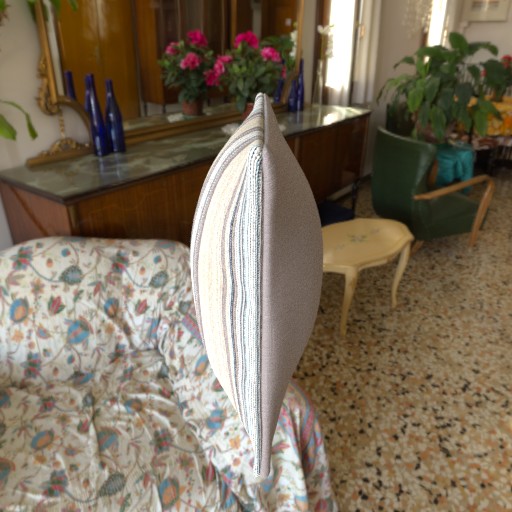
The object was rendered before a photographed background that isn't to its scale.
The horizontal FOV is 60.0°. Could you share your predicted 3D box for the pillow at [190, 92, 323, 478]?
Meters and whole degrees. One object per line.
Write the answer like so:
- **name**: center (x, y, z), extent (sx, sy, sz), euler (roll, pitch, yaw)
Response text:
- **pillow**: center (0.000, 0.000, 0.656), extent (0.189, 0.416, 0.435), euler (0, 26, 1)
